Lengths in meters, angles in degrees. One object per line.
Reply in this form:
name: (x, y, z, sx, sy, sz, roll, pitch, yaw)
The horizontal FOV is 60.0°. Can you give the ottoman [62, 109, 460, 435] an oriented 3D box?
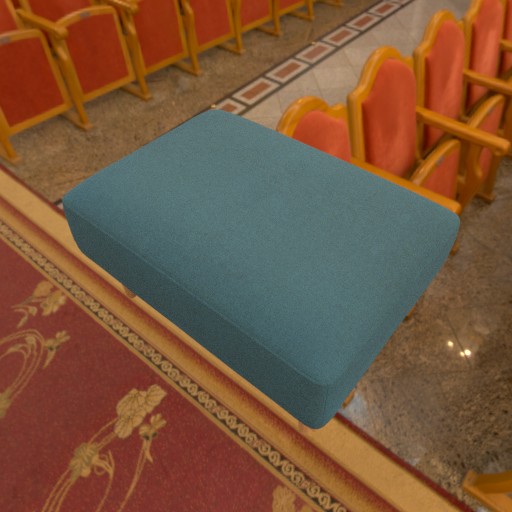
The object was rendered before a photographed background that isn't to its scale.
ottoman: (0.000, 0.000, 1.093, 0.749, 0.428, 0.549, 31, 54, 26)
